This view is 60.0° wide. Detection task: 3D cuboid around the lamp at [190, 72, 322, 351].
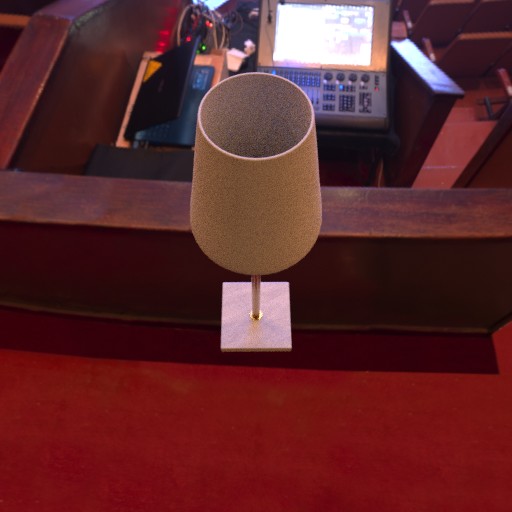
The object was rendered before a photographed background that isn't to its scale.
[{"bbox_3d":[0.000,0.000,0.727,0.181,0.639,0.181,0,64,0],"label":"lamp"}]
